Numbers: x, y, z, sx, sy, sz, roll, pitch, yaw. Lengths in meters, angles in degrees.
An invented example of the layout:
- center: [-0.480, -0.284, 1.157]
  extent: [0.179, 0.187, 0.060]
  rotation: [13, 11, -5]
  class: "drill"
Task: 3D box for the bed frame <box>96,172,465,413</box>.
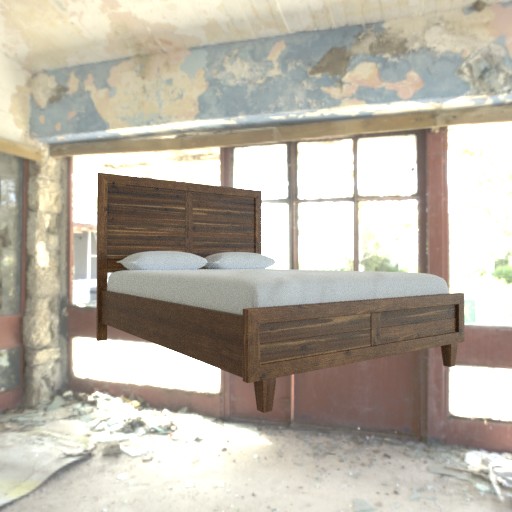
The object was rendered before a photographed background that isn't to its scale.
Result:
- center: [0.000, 0.000, 3.311]
  extent: [1.696, 1.417, 2.276]
  rotation: [0, -1, -35]
  class: "bed frame"
